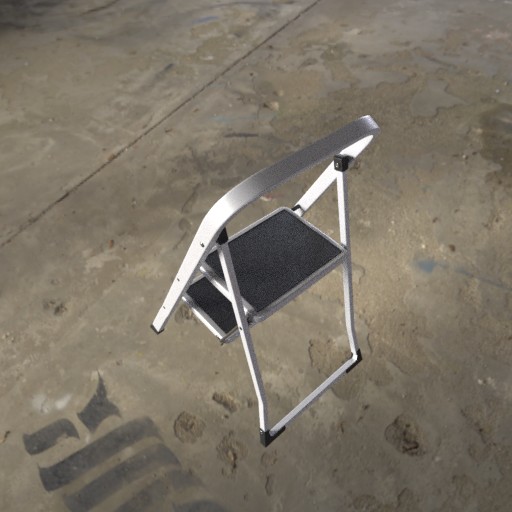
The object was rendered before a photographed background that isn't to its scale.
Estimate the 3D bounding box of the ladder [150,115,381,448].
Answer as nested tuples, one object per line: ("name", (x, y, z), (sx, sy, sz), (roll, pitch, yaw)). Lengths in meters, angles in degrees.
("ladder", (0.000, 0.000, 1.134), (0.460, 0.810, 0.544), (-33, 55, -26))
